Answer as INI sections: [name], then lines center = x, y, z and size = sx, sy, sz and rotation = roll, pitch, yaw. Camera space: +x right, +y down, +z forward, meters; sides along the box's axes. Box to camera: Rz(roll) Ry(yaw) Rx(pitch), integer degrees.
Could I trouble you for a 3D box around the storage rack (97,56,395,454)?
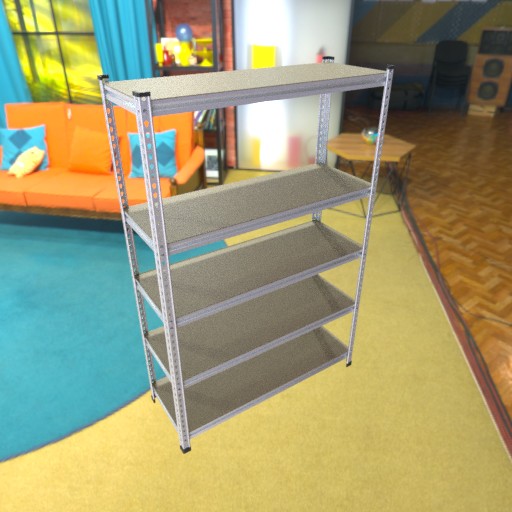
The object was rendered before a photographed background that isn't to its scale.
[storage rack]
center = 0.000, 0.000, 2.345
size = 1.219, 1.829, 0.457
rotation = -18, 35, -28
